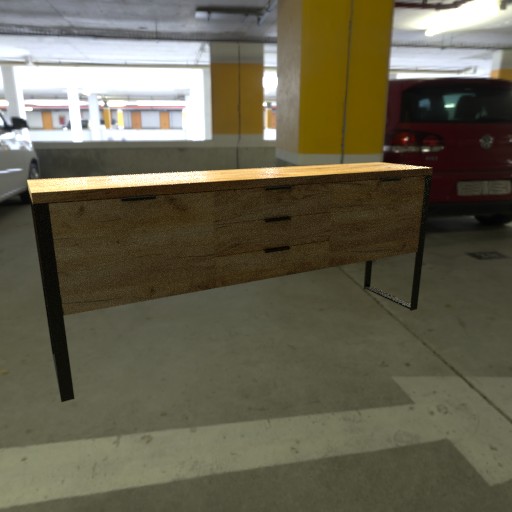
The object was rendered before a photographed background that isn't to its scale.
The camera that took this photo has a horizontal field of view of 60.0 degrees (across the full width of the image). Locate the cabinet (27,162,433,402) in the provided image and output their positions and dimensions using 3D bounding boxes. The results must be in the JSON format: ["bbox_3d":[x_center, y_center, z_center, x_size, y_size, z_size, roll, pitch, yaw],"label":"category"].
[{"bbox_3d":[0.000,0.000,2.065,1.800,0.762,0.395,-9,19,-27],"label":"cabinet"}]
